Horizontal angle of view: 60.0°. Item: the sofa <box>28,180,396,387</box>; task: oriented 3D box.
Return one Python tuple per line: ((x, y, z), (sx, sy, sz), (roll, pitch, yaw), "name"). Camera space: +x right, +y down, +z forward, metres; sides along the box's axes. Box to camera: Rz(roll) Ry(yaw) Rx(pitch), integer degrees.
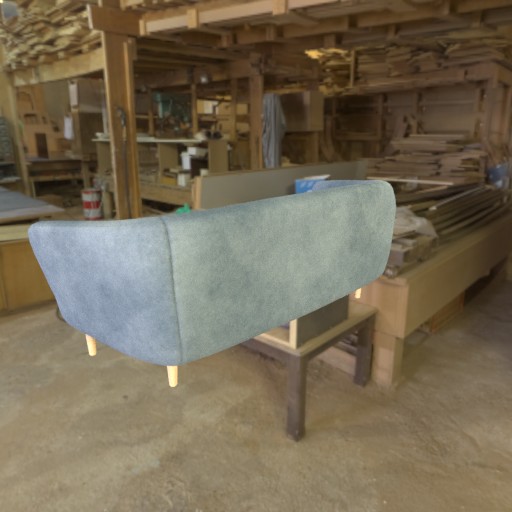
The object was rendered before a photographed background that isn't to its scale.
((0.000, 0.000, 2.494), (2.095, 0.795, 0.849), (-16, 23, -42), "sofa")
